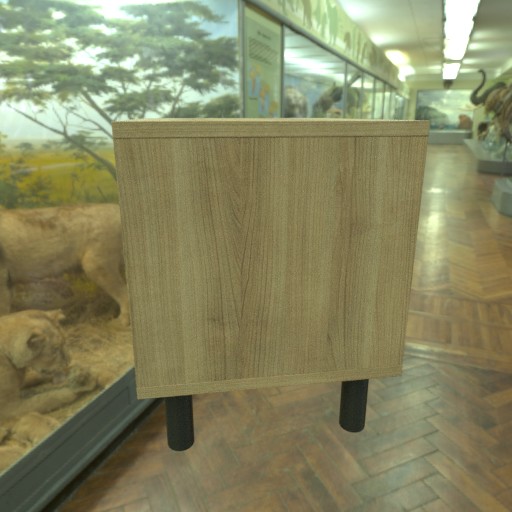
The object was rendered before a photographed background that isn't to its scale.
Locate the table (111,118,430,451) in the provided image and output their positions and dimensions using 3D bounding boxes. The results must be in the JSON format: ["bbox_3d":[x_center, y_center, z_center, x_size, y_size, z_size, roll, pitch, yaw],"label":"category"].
[{"bbox_3d":[0.000,0.000,0.780,0.380,0.460,0.445,-3,18,-8],"label":"table"}]
